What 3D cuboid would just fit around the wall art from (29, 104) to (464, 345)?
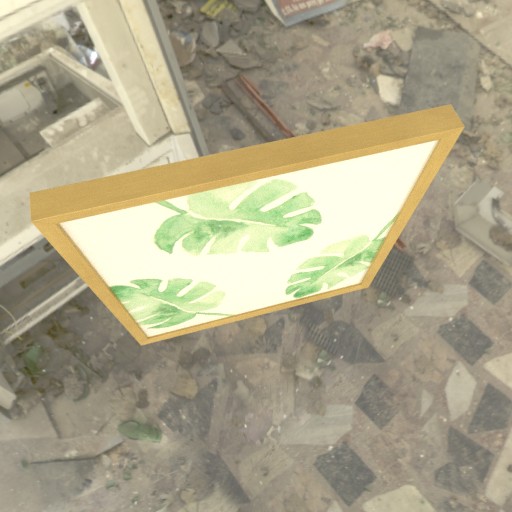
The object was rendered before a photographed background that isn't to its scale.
[{"bbox_3d":[0.000,0.000,0.737,0.508,0.508,0.038,-13,65,-7],"label":"wall art"}]
